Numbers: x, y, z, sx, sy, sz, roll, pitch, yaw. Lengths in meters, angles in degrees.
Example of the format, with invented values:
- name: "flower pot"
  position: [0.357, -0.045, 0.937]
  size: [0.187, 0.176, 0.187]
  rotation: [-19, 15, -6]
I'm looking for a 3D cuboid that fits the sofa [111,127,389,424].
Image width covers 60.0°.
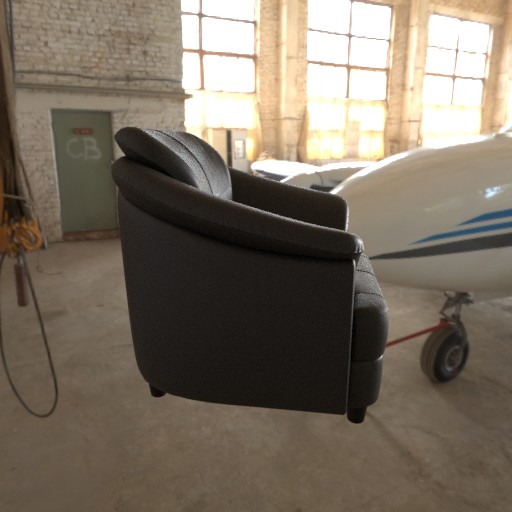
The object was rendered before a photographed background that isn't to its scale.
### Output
- name: "sofa"
  position: [0.000, 0.000, 1.465]
  size: [0.794, 0.811, 0.870]
  rotation: [2, 14, 8]
